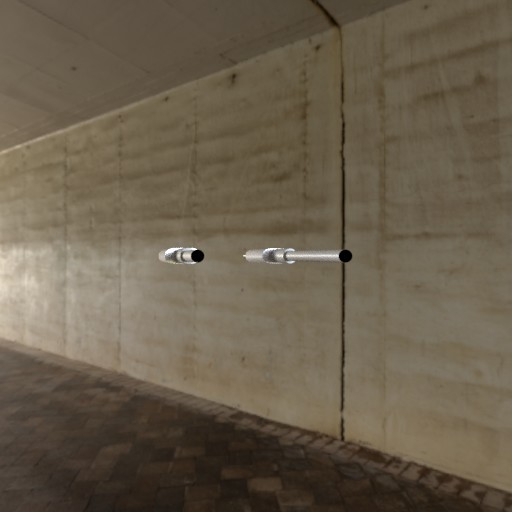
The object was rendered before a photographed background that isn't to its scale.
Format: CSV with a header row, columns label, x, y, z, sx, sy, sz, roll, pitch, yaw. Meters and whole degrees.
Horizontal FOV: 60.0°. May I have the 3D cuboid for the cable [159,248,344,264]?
label,x,y,z,sx,sy,sz,roll,pitch,yaw
cable,0.000,0.000,0.113,0.041,0.005,0.098,0,0,-18
